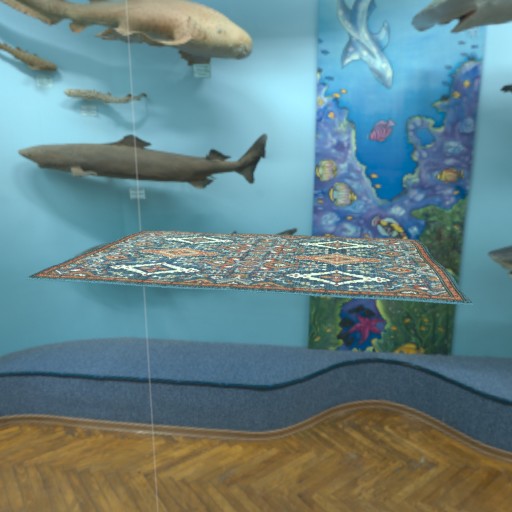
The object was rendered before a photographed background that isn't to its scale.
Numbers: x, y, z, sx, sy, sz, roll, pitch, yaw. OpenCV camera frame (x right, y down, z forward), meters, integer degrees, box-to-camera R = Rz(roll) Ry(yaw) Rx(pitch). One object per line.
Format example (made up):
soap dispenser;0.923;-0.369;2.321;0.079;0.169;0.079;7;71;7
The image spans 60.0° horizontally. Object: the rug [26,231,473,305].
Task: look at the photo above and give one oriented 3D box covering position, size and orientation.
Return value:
rug;0.000;0.000;2.345;1.847;0.014;1.195;2;14;10
